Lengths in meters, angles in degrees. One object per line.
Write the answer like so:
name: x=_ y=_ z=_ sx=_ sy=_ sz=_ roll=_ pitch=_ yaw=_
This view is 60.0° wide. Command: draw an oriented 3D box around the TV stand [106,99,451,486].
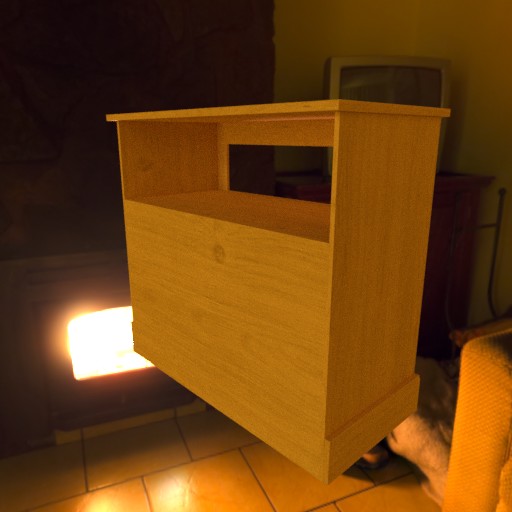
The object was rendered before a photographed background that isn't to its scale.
TV stand: x=0.000 y=0.000 z=1.275 sx=0.430 sy=0.787 sz=0.851 roll=-14 pitch=21 yaw=-42
